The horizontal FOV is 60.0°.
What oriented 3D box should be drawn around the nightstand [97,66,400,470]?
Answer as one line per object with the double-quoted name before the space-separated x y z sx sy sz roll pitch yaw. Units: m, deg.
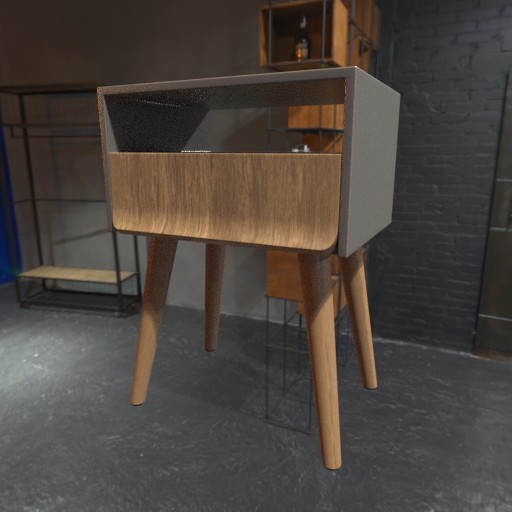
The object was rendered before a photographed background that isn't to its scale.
"nightstand" 0.000 0.000 0.720 0.370 0.508 0.288 7 15 26
